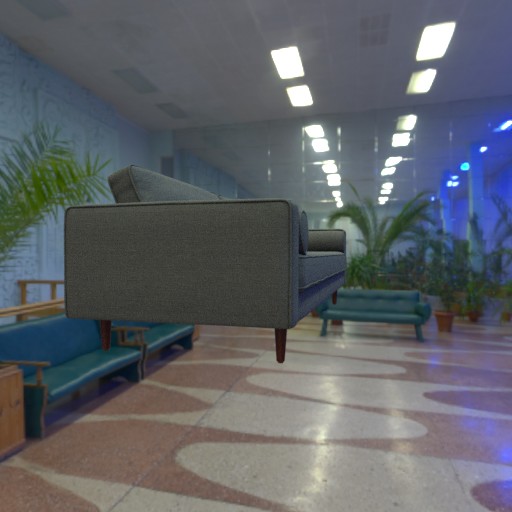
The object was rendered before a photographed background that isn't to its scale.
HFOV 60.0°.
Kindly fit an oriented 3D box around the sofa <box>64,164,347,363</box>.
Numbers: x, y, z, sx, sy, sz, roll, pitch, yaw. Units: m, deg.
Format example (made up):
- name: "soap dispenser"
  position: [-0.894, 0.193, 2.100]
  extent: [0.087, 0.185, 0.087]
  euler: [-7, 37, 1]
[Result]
- name: "sofa"
  position: [0.000, 0.000, 2.613]
  extent: [0.914, 0.762, 2.198]
  euler: [0, 1, 16]
